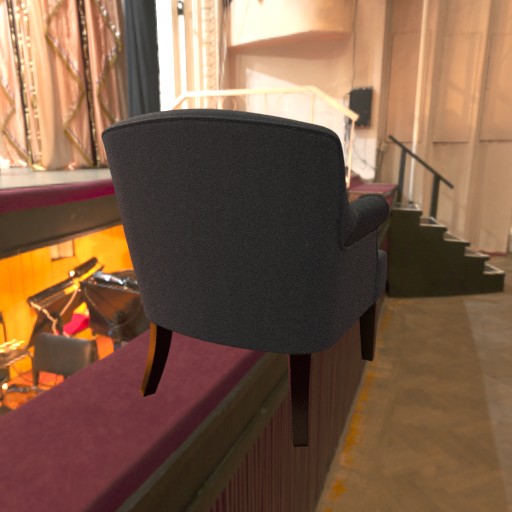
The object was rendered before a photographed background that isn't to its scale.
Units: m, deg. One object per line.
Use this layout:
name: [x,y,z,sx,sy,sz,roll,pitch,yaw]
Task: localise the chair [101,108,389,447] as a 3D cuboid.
chair: [0.000,0.000,1.455,0.770,0.878,0.754,7,16,27]
